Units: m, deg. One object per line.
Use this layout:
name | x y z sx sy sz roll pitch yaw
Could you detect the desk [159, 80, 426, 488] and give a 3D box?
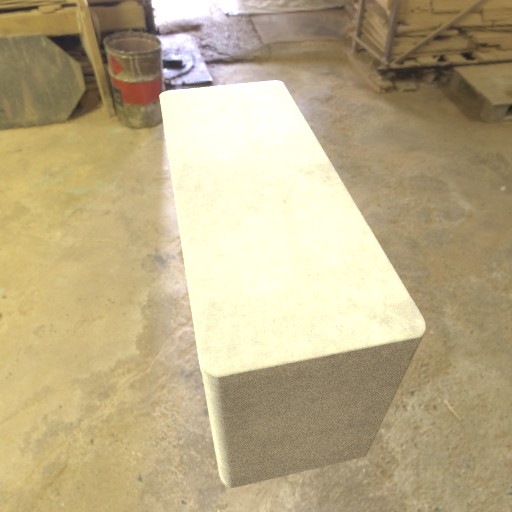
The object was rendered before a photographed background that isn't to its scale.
desk | 0.000 0.000 1.748 0.550 0.755 1.400 -9 46 -9
